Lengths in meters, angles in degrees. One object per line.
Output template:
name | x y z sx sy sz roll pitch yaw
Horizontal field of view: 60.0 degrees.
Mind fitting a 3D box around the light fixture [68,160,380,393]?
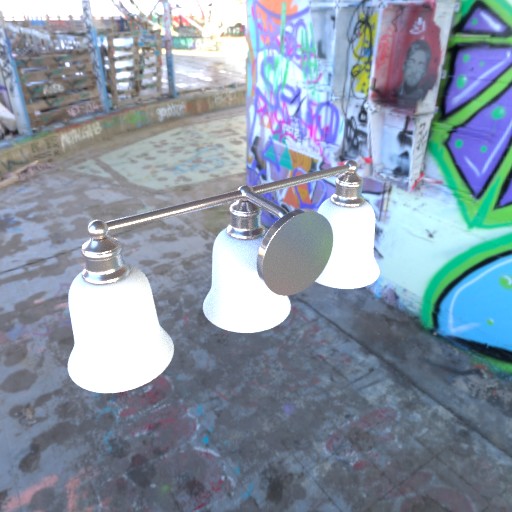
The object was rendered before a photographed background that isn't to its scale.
light fixture | 0.000 0.000 0.665 0.570 0.211 0.198 -19 34 -30
